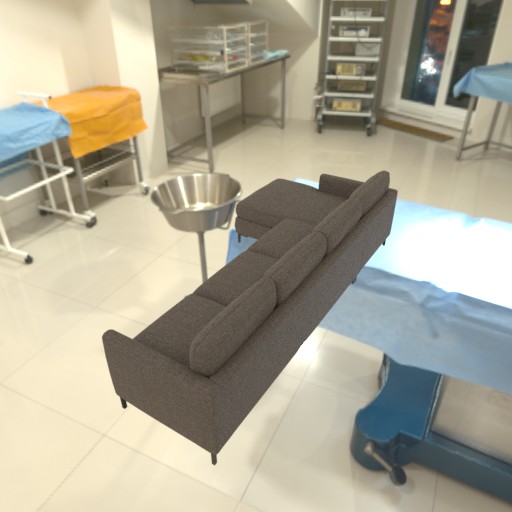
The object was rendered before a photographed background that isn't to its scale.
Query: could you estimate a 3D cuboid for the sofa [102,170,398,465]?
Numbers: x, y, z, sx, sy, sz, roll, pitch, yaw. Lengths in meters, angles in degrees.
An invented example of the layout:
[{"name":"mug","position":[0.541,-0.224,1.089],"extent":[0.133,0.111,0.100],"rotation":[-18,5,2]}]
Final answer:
[{"name":"sofa","position":[0.000,0.000,3.305],"extent":[1.258,0.754,2.731],"rotation":[19,37,27]}]
